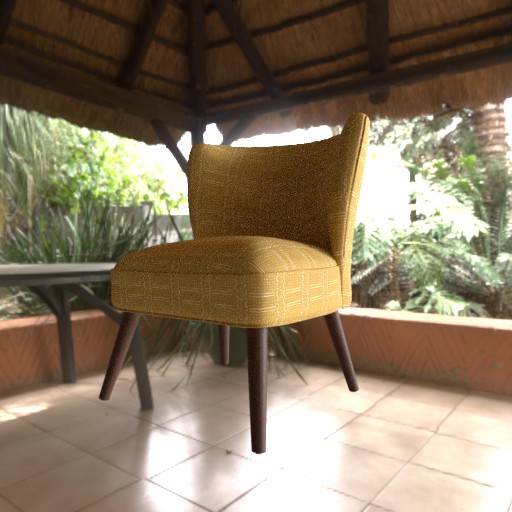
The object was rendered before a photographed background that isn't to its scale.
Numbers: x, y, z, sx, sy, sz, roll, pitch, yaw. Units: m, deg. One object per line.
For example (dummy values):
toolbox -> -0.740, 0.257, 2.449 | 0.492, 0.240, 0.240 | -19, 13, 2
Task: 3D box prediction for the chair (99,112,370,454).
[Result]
chair -> 0.000, 0.000, 1.435 | 0.706, 0.866, 0.758 | 1, 1, 37
